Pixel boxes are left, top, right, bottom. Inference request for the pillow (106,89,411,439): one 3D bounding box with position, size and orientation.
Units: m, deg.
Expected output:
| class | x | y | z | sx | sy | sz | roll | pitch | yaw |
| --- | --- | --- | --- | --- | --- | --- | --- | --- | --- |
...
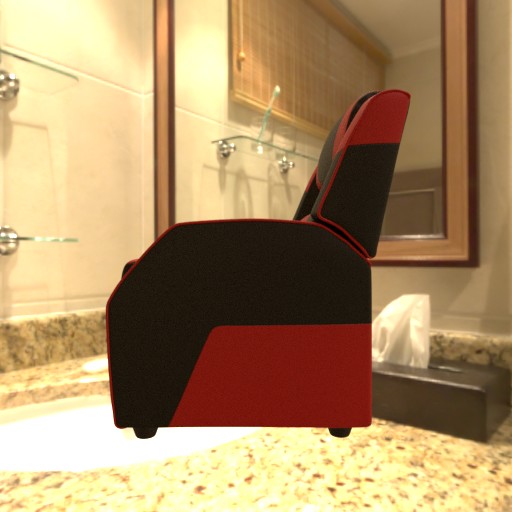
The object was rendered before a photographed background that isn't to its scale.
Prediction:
| class | x | y | z | sx | sy | sz | roll | pitch | yaw |
| --- | --- | --- | --- | --- | --- | --- | --- | --- | --- |
| pillow | 0.000 | 0.000 | 1.259 | 0.672 | 0.805 | 0.620 | 0 | 0 | -1 |
